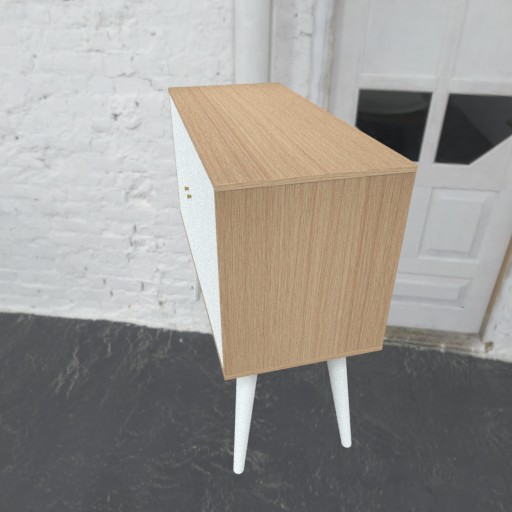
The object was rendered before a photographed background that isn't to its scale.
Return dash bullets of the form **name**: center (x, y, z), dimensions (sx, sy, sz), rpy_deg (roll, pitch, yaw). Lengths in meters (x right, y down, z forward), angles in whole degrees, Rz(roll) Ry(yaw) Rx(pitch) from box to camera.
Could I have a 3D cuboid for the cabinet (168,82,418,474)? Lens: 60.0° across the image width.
- **cabinet**: center (0.000, 0.000, 1.634), dimensions (0.470, 1.016, 1.057), rpy_deg (-8, 32, -13)
